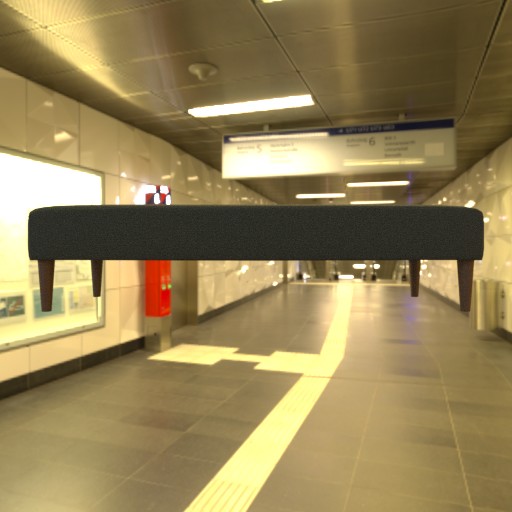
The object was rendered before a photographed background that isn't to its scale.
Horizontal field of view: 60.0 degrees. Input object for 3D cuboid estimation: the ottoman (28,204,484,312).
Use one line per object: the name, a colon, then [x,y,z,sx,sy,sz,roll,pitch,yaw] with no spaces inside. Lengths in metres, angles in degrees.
ottoman: [0.000,0.000,1.852,1.609,0.393,0.646,0,1,0]
